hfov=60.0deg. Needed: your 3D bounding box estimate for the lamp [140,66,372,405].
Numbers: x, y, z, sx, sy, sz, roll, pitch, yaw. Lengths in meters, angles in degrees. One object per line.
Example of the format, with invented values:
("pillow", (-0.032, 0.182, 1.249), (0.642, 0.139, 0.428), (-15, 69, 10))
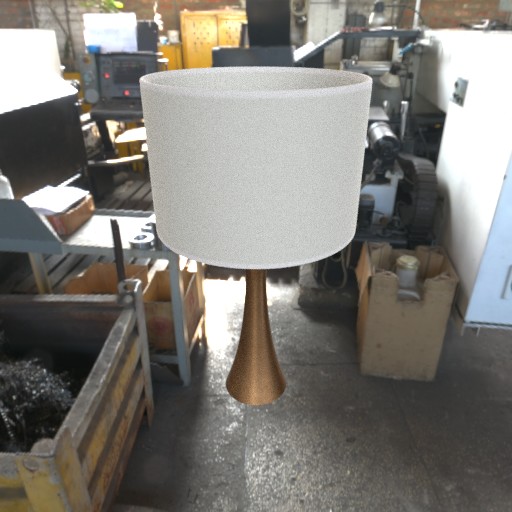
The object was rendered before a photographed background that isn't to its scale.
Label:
("lamp", (0.000, 0.000, 0.633), (0.268, 0.479, 0.268), (-19, 33, -31))
